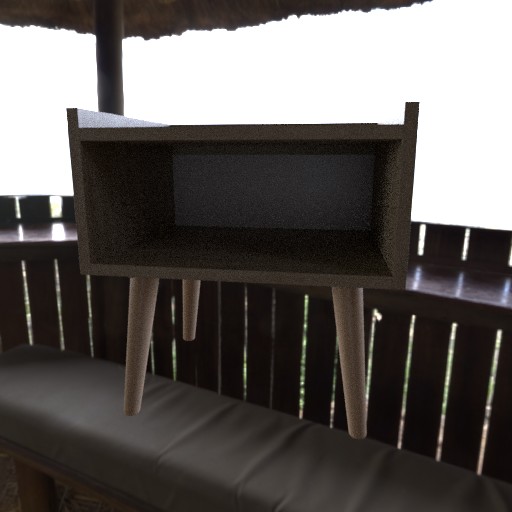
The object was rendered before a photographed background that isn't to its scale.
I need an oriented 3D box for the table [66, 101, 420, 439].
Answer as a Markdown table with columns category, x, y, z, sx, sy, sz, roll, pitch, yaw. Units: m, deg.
| category | x | y | z | sx | sy | sz | roll | pitch | yaw |
| --- | --- | --- | --- | --- | --- | --- | --- | --- | --- |
| table | 0.000 | 0.000 | 0.781 | 0.450 | 0.470 | 0.370 | 2 | 13 | 9 |
